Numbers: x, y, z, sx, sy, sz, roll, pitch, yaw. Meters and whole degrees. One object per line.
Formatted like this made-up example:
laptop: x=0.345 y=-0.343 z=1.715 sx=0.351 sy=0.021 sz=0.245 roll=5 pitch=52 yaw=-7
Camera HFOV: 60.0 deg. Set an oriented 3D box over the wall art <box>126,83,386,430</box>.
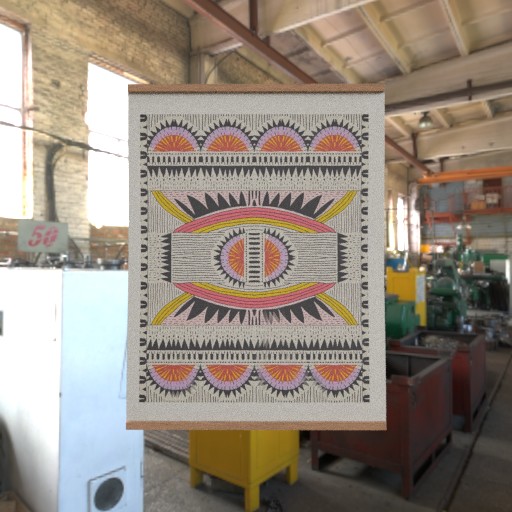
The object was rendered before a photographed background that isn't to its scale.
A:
wall art: x=0.000 y=0.000 z=1.314 sx=0.765 sy=1.016 sz=0.028 roll=0 pitch=-1 yaw=0
